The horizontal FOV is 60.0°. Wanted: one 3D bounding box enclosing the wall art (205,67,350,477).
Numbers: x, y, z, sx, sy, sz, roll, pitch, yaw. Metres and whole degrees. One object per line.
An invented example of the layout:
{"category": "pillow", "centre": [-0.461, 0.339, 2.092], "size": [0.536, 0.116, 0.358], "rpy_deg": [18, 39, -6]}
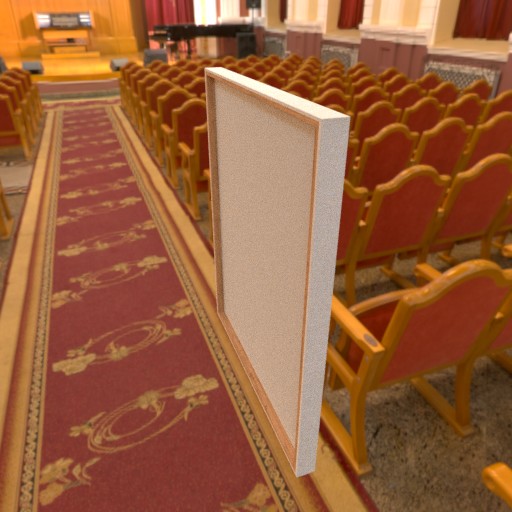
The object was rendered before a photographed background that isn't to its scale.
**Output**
{"category": "wall art", "centre": [0.000, 0.000, 0.834], "size": [0.037, 0.606, 0.508], "rpy_deg": [-10, 31, -18]}
